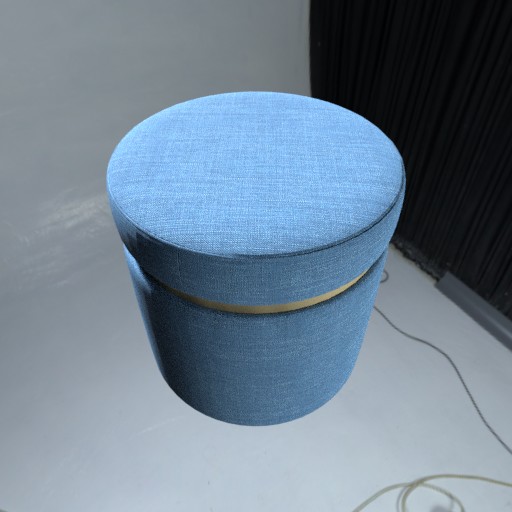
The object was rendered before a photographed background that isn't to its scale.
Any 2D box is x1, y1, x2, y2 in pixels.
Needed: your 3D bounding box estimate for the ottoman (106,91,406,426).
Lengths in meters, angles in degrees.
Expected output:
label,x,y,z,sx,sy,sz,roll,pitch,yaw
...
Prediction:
label,x,y,z,sx,sy,sz,roll,pitch,yaw
ottoman,0.000,0.000,0.724,0.398,0.406,0.398,0,45,0
